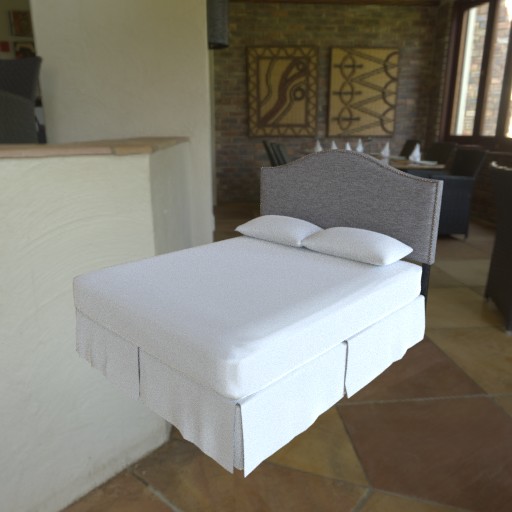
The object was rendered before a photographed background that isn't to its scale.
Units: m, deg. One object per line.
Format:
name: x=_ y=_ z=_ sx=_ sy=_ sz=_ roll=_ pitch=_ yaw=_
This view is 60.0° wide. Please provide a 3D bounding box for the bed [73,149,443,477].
bed: x=0.000 y=0.000 z=2.869 sx=1.610 sy=1.295 sz=1.870 roll=15 pitch=21 yaw=42
